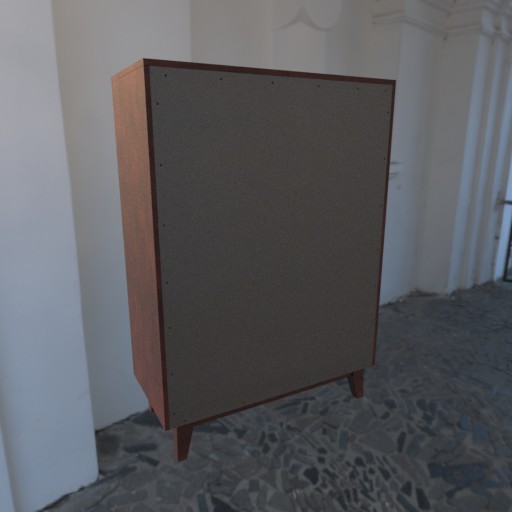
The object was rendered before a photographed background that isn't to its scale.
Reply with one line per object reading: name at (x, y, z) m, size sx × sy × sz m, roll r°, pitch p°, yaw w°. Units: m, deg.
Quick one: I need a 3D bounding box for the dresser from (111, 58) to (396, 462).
dresser at (0.000, 0.000, 2.024) m, size 1.072 × 1.514 × 0.506 m, roll -8°, pitch 17°, yaw -28°
